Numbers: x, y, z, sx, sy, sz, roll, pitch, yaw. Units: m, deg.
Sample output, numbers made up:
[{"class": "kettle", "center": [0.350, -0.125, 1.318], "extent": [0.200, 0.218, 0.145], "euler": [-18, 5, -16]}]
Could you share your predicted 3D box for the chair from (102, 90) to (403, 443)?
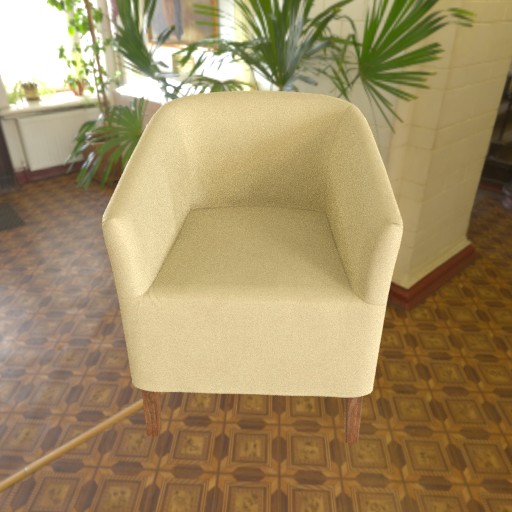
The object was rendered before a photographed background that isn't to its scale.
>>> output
[{"class": "chair", "center": [0.000, 0.000, 1.306], "extent": [0.643, 0.822, 0.657], "euler": [1, 30, 2]}]
